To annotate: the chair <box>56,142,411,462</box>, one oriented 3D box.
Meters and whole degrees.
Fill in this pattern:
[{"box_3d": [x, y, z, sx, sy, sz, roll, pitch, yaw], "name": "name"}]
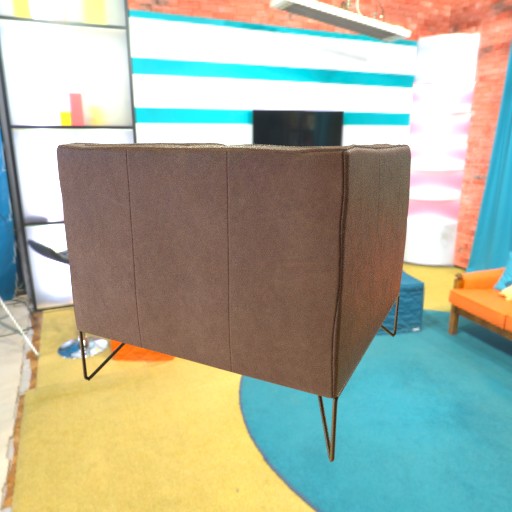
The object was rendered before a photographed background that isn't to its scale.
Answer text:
[{"box_3d": [0.000, 0.000, 1.603, 0.920, 0.797, 0.912, 8, 17, 26], "name": "chair"}]
